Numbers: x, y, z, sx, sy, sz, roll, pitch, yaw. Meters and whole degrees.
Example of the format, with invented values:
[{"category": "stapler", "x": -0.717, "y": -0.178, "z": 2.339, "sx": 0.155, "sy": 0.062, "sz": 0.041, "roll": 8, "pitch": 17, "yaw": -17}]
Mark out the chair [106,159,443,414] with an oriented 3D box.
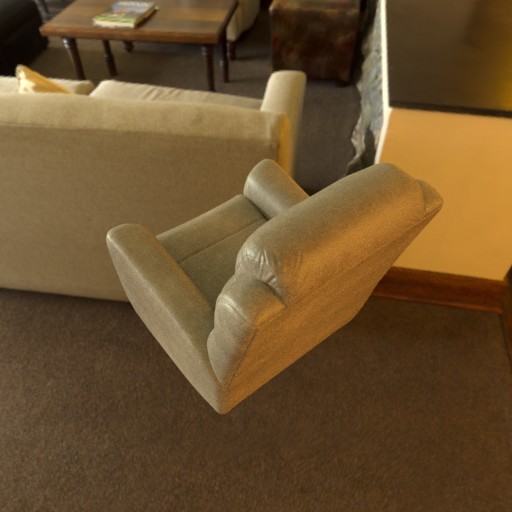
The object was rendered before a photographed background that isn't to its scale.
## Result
[{"category": "chair", "x": 0.000, "y": 0.000, "z": 1.932, "sx": 0.967, "sy": 1.116, "sz": 1.068, "roll": -30, "pitch": 53, "yaw": -26}]
